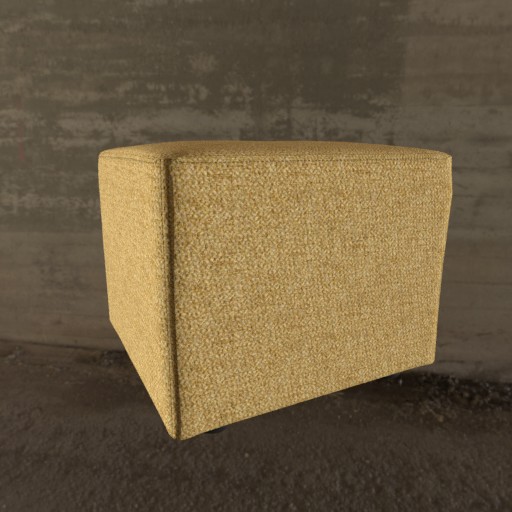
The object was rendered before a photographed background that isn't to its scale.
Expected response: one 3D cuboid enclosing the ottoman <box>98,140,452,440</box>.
[{"bbox_3d":[0.000,0.000,0.877,0.512,0.441,0.505,-7,16,-26],"label":"ottoman"}]
